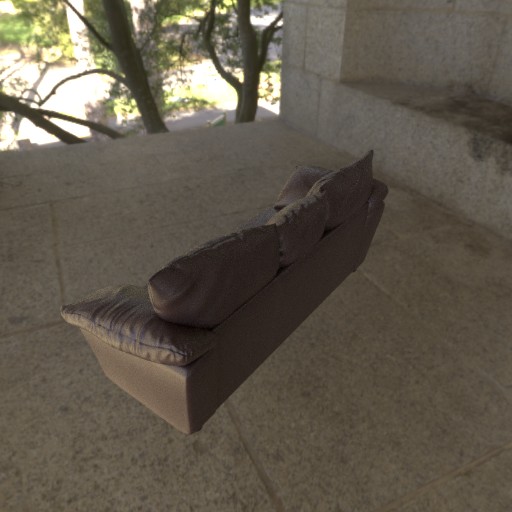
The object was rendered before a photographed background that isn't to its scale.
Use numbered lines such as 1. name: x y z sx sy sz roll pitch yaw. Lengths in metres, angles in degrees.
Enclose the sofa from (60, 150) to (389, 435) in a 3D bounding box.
1. sofa: 0.000 0.000 2.957 0.907 1.091 2.390 22 39 30
